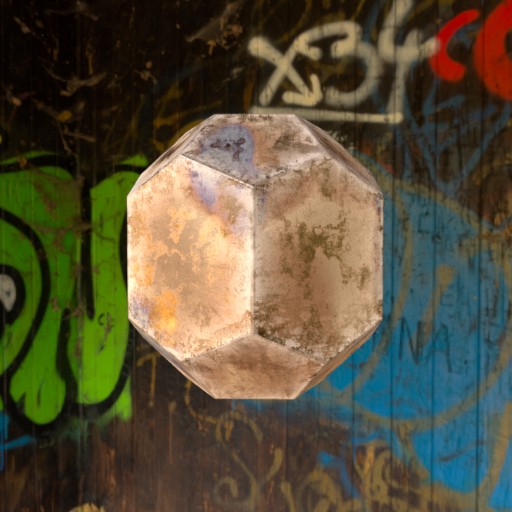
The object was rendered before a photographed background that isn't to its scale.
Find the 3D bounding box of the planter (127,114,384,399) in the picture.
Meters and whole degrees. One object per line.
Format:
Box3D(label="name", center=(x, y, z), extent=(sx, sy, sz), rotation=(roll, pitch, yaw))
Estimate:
Box3D(label="planter", center=(0.000, 0.000, 0.426), extent=(0.221, 0.238, 0.243), rotation=(0, 1, 1))
